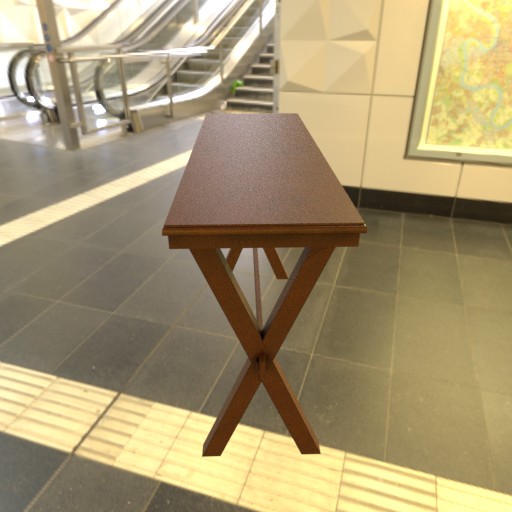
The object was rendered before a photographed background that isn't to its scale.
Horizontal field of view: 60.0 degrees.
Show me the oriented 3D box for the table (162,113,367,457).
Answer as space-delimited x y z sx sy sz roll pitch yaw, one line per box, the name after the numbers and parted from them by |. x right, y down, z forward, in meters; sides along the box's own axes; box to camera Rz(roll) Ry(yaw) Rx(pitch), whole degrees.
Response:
0.000 0.000 1.563 0.399 0.763 1.197 -1 28 -1 | table
